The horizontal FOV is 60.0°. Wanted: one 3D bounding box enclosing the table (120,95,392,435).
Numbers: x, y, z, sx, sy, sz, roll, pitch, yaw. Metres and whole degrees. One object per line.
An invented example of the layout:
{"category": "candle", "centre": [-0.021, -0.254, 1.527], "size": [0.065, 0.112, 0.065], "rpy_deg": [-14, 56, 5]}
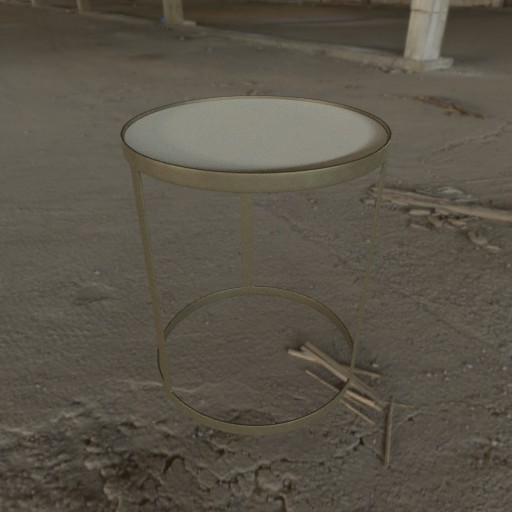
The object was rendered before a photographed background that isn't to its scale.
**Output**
{"category": "table", "centre": [0.000, 0.000, 0.958], "size": [0.480, 0.565, 0.480], "rpy_deg": [0, 32, 0]}
